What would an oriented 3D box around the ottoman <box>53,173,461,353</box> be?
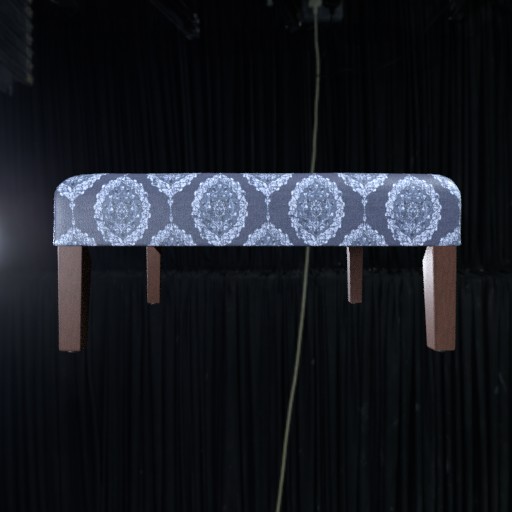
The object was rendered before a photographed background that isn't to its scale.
[{"bbox_3d":[0.000,0.000,1.399,0.889,0.409,0.890,0,1,-1],"label":"ottoman"}]
